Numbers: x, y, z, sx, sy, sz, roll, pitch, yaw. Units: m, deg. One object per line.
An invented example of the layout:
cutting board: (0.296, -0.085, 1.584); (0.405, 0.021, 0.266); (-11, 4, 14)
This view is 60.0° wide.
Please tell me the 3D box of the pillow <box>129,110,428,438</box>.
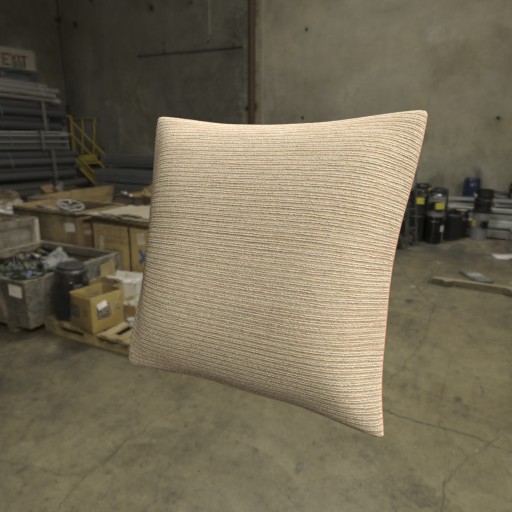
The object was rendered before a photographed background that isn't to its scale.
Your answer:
pillow: (0.000, 0.000, 0.650); (0.424, 0.401, 0.177); (8, 17, 26)
